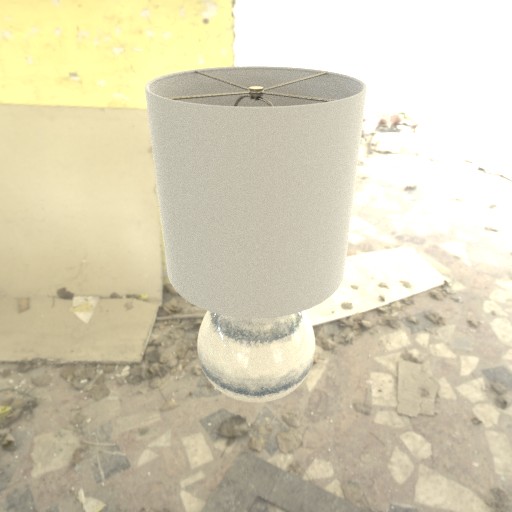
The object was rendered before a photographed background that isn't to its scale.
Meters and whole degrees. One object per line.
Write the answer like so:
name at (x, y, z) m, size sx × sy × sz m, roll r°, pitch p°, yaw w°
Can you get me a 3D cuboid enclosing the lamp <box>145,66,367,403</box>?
lamp at (0.000, 0.000, 0.545) m, size 0.216 × 0.404 × 0.216 m, roll 10°, pitch 33°, yaw 16°
